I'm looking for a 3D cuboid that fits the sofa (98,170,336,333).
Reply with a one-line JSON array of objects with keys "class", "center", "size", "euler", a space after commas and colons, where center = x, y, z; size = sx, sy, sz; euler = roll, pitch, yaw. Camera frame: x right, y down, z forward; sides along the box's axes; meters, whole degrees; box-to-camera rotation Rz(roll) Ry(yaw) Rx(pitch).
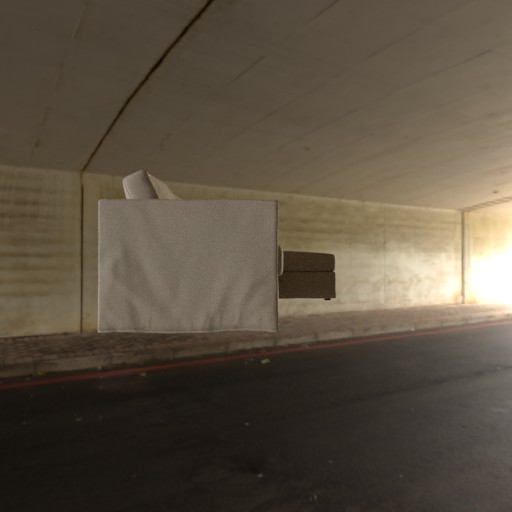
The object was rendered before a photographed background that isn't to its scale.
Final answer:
[{"class": "sofa", "center": [0.000, 0.000, 3.838], "size": [1.622, 0.871, 3.206], "euler": [0, -1, 0]}]
